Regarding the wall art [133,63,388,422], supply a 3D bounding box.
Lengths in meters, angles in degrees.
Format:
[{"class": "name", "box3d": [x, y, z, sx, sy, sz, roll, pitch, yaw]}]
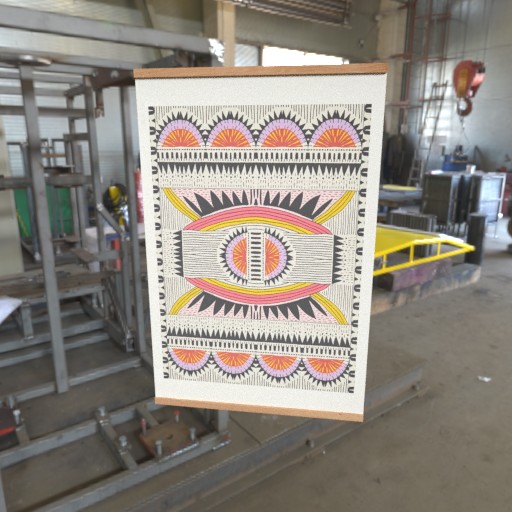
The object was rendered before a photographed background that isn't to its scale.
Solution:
[{"class": "wall art", "box3d": [0.000, 0.000, 1.929, 0.999, 1.533, 0.028, 2, 15, 8]}]
